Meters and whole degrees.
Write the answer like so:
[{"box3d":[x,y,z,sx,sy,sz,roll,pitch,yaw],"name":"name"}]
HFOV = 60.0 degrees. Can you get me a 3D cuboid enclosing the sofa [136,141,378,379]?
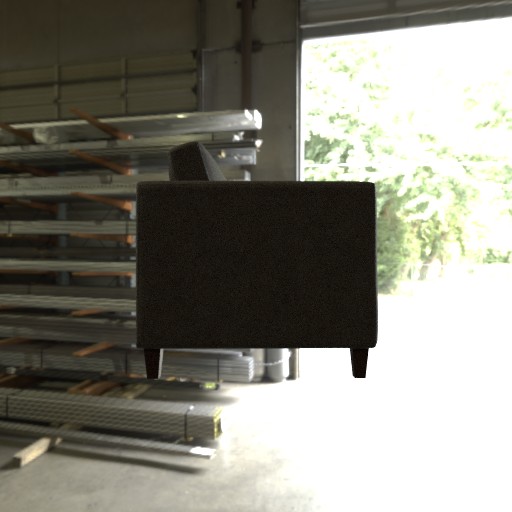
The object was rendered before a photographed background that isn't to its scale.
[{"box3d":[0.000,0.000,2.751,0.951,0.965,2.208,0,0,0],"name":"sofa"}]
